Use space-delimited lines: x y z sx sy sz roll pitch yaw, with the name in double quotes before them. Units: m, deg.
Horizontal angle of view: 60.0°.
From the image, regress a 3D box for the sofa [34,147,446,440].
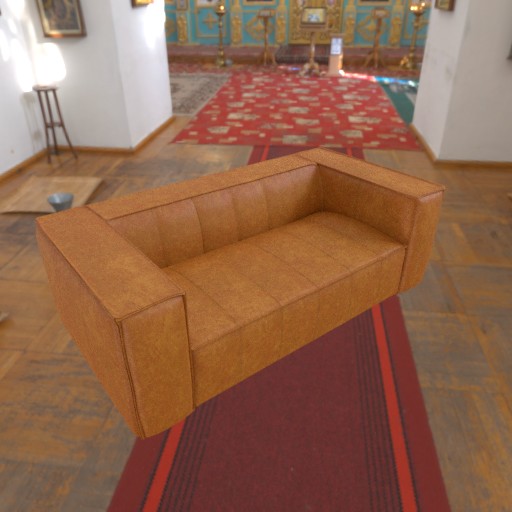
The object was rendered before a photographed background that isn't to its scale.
"sofa" 0.000 0.000 2.578 2.088 0.703 1.102 -21 36 -32
